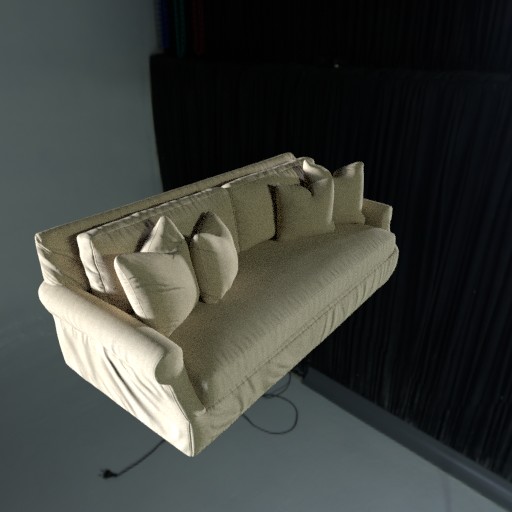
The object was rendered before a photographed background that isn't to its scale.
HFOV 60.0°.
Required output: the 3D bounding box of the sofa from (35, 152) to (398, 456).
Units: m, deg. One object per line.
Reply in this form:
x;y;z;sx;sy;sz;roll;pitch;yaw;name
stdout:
0.000;0.000;2.764;1.067;0.904;2.285;19;32;34;sofa
